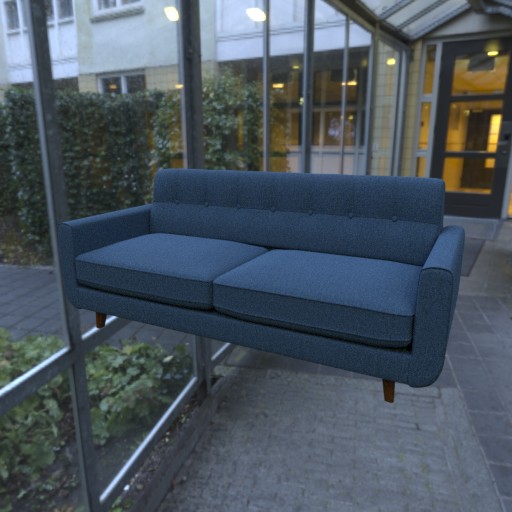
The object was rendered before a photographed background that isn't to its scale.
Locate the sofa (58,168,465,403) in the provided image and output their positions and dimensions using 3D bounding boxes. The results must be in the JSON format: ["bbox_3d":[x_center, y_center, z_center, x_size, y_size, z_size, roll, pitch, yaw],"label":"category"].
[{"bbox_3d":[0.000,0.000,2.463,2.055,0.884,0.942,7,16,26],"label":"sofa"}]
